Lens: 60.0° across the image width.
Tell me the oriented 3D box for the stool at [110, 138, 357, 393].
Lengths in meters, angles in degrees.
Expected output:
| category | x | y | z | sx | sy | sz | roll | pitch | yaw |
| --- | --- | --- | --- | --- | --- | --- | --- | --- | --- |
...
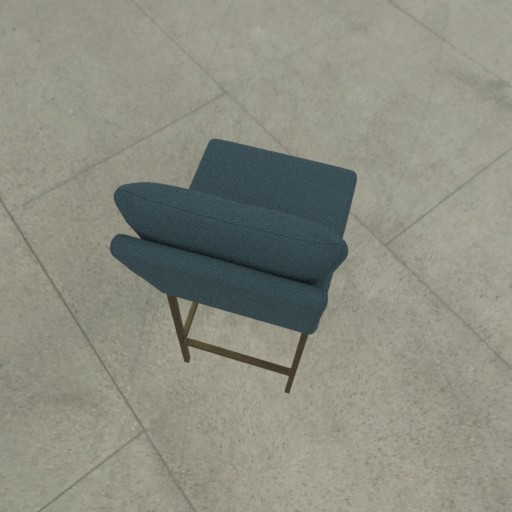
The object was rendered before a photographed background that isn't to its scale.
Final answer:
| category | x | y | z | sx | sy | sz | roll | pitch | yaw |
| --- | --- | --- | --- | --- | --- | --- | --- | --- | --- |
| stool | 0.000 | 0.000 | 1.329 | 0.463 | 1.032 | 0.568 | 15 | 64 | 7 |
